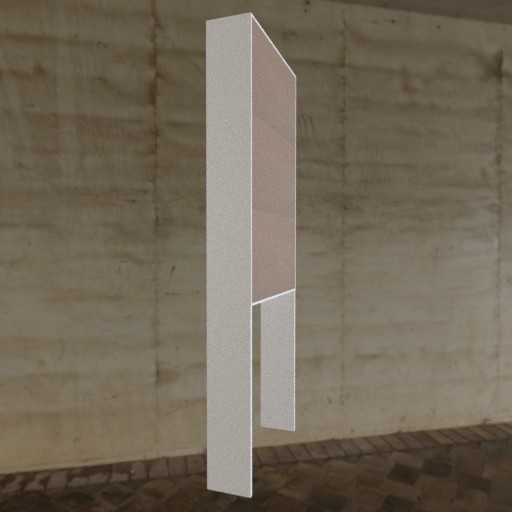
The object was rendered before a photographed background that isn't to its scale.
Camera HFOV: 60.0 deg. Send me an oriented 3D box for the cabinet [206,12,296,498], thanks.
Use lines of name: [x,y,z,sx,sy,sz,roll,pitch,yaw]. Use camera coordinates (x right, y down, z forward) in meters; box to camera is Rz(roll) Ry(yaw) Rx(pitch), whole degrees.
cabinet: [0.000,0.000,1.949,0.192,1.770,0.643,0,1,20]
